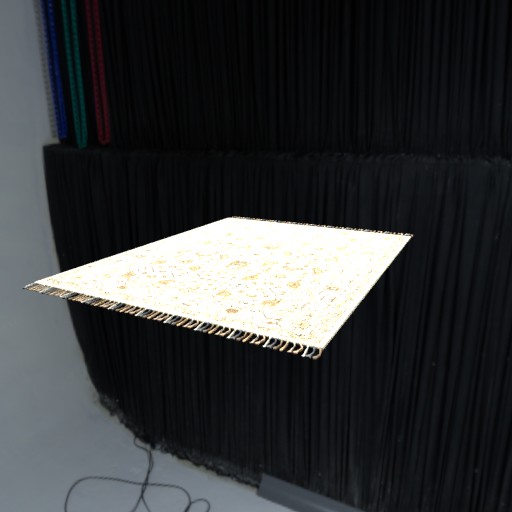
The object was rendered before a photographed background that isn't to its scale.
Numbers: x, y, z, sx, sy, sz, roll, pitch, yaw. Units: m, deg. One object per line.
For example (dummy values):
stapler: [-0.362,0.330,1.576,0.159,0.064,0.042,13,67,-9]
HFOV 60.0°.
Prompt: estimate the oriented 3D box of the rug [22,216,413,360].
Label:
rug: [0.000,0.000,2.258,1.278,0.009,1.726,8,18,26]
